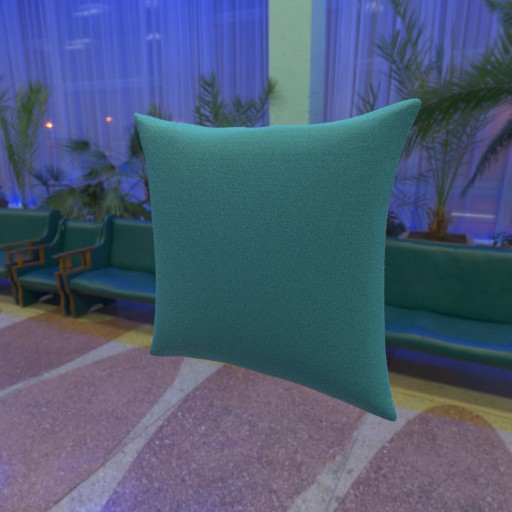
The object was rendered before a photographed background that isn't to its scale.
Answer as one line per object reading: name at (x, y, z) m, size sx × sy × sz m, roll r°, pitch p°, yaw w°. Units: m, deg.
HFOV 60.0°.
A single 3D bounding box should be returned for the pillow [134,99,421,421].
pillow at (0.000, 0.000, 0.771) m, size 0.514 × 0.497 × 0.150 m, roll 8°, pitch 16°, yaw 27°
